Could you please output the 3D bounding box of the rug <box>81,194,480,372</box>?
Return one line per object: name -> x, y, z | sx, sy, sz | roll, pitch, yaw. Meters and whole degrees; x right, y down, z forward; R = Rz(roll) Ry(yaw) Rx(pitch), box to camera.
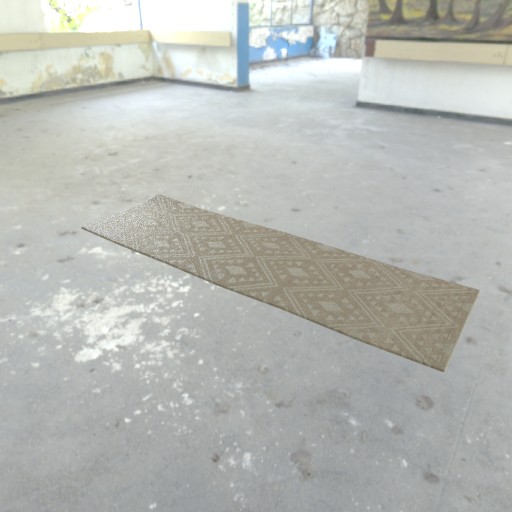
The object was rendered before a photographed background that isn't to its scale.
rug -> 0.000, 0.000, 2.751 | 2.452, 0.051, 0.752 | 18, 34, 30
